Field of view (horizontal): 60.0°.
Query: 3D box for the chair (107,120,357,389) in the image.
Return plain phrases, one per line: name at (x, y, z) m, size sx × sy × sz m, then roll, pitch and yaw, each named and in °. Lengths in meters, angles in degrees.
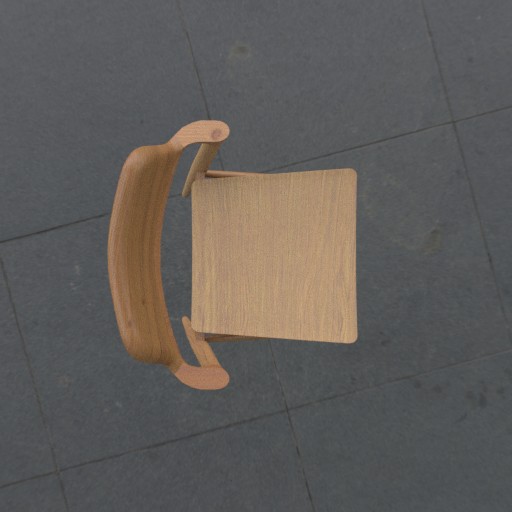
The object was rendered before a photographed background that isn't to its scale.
chair at (0.000, 0.000, 1.118) m, size 0.499 × 0.792 × 0.512 m, roll 0°, pitch 89°, yaw 0°
